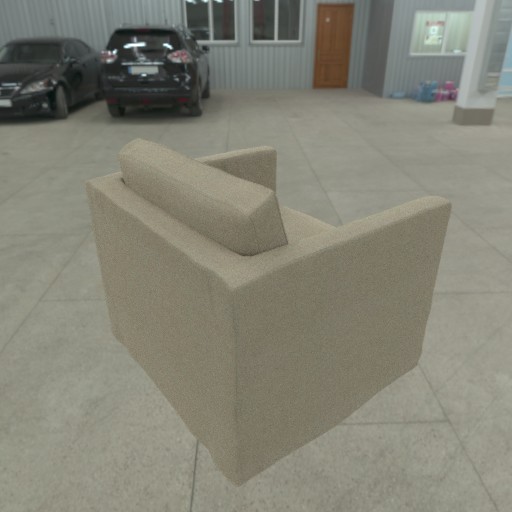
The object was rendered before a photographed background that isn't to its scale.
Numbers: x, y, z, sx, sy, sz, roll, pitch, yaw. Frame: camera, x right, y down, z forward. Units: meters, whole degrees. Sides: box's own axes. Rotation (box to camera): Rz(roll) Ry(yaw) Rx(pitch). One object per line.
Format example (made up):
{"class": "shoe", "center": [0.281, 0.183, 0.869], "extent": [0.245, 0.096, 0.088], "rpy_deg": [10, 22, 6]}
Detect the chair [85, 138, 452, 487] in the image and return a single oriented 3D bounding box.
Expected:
{"class": "chair", "center": [0.000, 0.000, 1.737], "extent": [0.949, 0.863, 1.057], "rpy_deg": [-19, 33, -33]}
